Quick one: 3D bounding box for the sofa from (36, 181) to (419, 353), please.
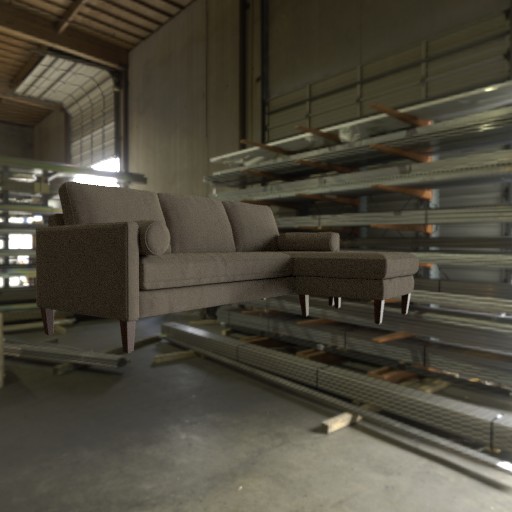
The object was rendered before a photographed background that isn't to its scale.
[{"bbox_3d":[0.000,0.000,2.918,1.506,0.875,2.178,1,1,37],"label":"sofa"}]
